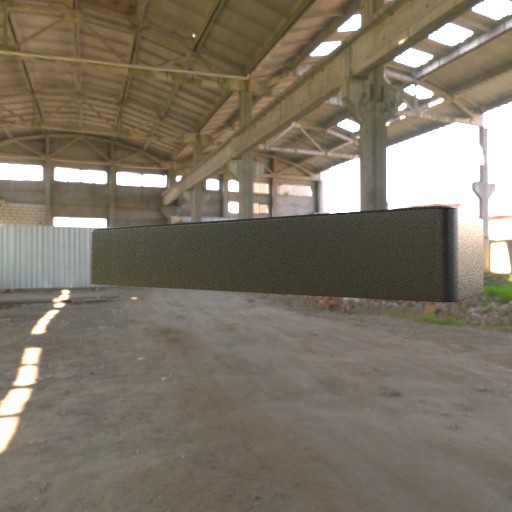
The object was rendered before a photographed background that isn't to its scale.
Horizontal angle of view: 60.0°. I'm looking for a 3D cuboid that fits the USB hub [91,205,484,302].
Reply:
[{"bbox_3d":[0.000,0.000,0.163,0.145,0.023,0.044,0,-1,36],"label":"USB hub"}]
